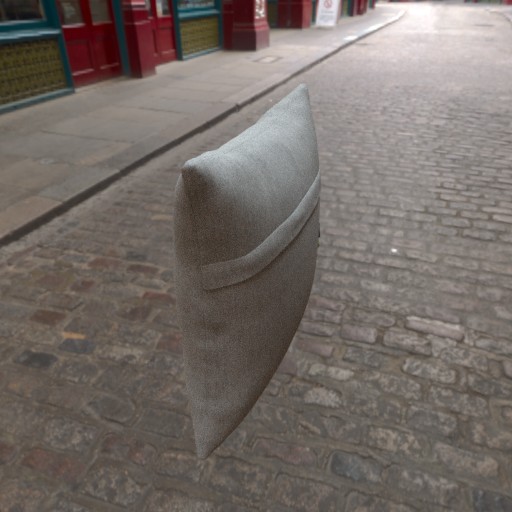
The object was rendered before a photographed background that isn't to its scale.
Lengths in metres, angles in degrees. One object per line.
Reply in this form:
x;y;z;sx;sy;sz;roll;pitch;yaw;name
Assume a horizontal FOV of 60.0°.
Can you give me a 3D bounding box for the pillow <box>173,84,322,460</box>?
0.000;0.000;0.683;0.173;0.436;0.433;10;32;16;pillow
